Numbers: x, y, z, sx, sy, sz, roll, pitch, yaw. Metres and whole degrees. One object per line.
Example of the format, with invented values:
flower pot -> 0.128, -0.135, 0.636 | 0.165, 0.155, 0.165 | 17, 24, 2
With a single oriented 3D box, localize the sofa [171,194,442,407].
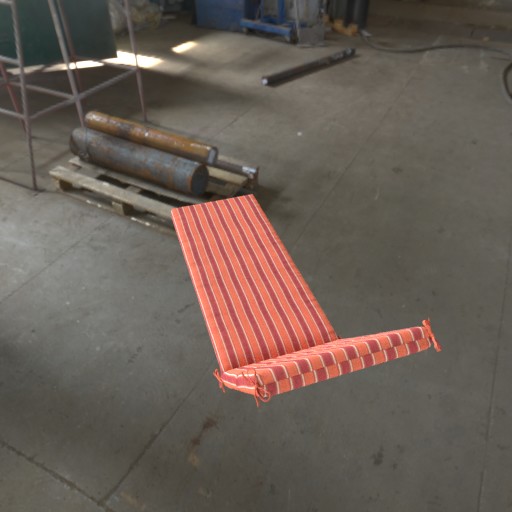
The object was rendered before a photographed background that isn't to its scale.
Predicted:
sofa -> 0.000, 0.000, 1.927 | 0.582, 0.622, 1.663 | -12, 42, -14
